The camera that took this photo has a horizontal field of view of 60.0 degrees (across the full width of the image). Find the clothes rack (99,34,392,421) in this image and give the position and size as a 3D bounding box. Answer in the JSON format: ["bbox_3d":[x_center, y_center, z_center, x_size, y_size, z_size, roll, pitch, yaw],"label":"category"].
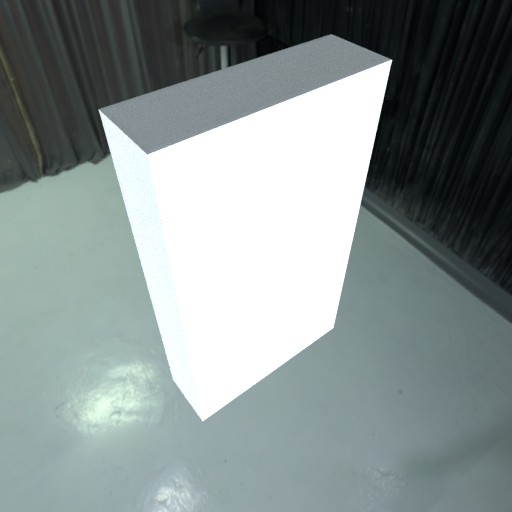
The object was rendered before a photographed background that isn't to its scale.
[{"bbox_3d":[0.000,0.000,1.586,0.750,1.280,0.250,-29,53,-25],"label":"clothes rack"}]
